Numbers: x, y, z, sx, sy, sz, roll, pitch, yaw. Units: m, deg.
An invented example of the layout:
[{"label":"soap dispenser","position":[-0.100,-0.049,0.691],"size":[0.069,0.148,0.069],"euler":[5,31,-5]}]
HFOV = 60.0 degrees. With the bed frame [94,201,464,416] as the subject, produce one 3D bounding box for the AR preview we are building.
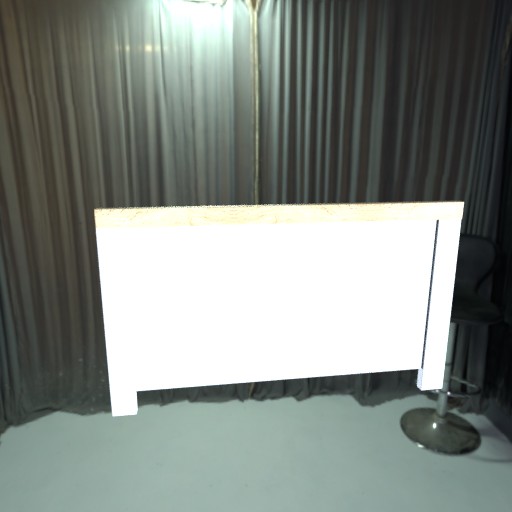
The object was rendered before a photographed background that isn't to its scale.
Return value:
[{"label":"bed frame","position":[0.000,0.000,3.063],"size":[1.670,0.980,2.050],"euler":[-2,15,-8]}]
